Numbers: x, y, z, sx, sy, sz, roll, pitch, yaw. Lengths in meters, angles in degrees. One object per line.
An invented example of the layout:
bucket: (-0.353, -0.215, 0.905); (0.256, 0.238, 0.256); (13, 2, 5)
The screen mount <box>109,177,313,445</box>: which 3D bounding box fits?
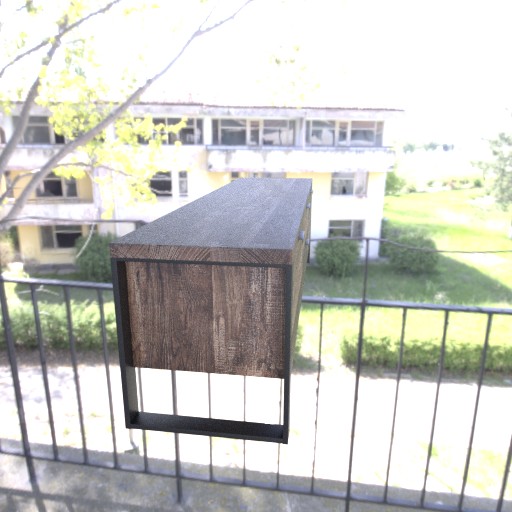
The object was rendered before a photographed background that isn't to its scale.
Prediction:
screen mount: (0.000, 0.000, 1.685); (0.395, 0.450, 1.524); (2, 15, 8)
